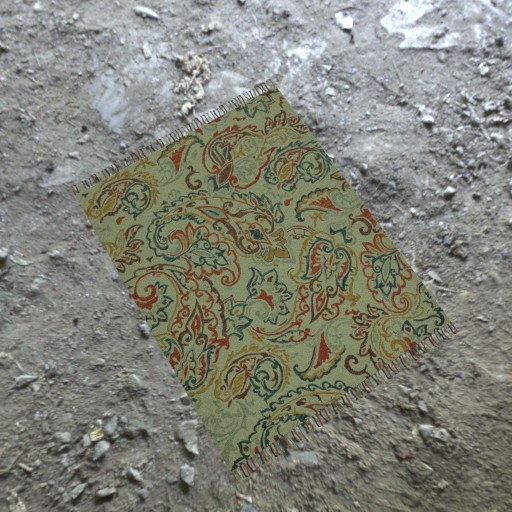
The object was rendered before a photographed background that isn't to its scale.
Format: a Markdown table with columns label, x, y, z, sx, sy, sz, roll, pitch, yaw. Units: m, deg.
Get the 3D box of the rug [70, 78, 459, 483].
| label | x | y | z | sx | sy | sz | roll | pitch | yaw |
| --- | --- | --- | --- | --- | --- | --- | --- | --- | --- |
| rug | 0.000 | 0.000 | 4.352 | 2.439 | 0.015 | 3.274 | -31 | 77 | -8 |
